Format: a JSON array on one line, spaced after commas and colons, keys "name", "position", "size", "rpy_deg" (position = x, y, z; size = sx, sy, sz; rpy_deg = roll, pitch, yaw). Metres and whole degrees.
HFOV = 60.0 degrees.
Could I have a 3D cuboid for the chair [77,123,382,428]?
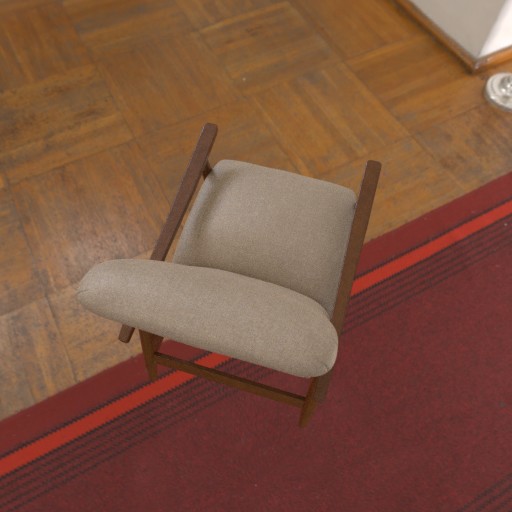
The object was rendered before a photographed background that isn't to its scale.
[{"name": "chair", "position": [0.000, 0.000, 1.700], "size": [0.762, 1.082, 1.030], "rpy_deg": [15, 64, 8]}]
